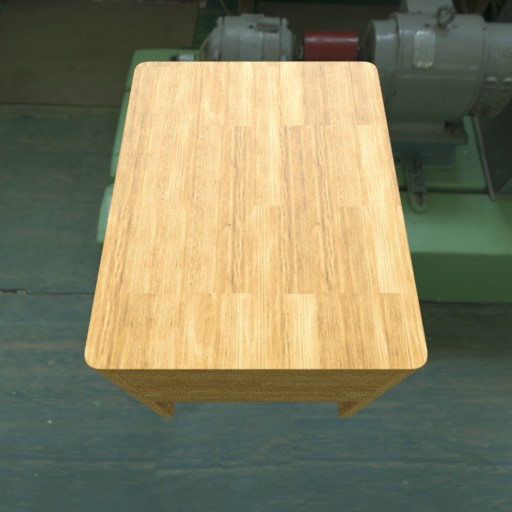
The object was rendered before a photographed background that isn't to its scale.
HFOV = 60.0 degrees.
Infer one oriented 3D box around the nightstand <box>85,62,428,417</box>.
[{"bbox_3d":[0.000,0.000,0.895,0.440,0.470,0.560,0,63,0],"label":"nightstand"}]
